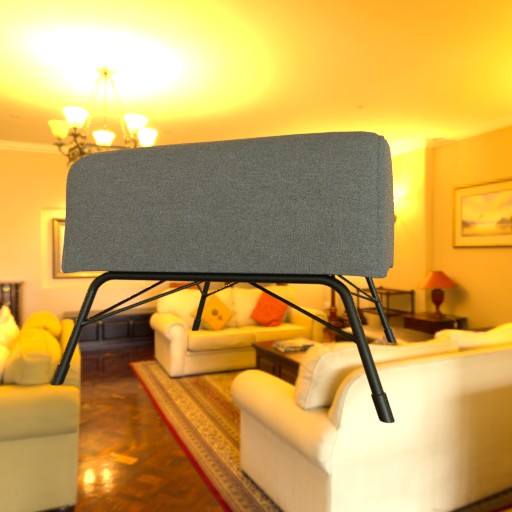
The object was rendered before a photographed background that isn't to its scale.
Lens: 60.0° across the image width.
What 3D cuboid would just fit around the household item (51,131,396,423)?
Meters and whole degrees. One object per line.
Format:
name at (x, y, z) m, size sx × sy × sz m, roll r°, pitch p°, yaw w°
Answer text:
household item at (0.000, 0.000, 0.880) m, size 0.530 × 0.410 × 0.530 m, roll 0°, pitch 1°, yaw 18°
